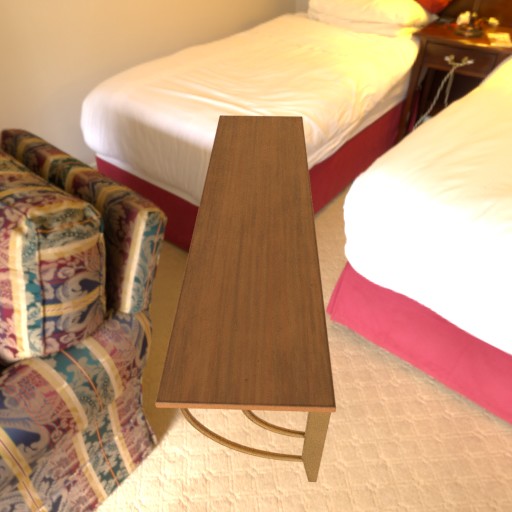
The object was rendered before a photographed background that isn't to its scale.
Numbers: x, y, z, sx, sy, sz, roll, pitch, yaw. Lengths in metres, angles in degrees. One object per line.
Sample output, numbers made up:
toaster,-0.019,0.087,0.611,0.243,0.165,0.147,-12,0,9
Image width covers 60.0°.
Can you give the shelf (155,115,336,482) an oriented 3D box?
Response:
shelf,0.000,0.000,0.706,0.166,0.190,0.636,1,41,1
